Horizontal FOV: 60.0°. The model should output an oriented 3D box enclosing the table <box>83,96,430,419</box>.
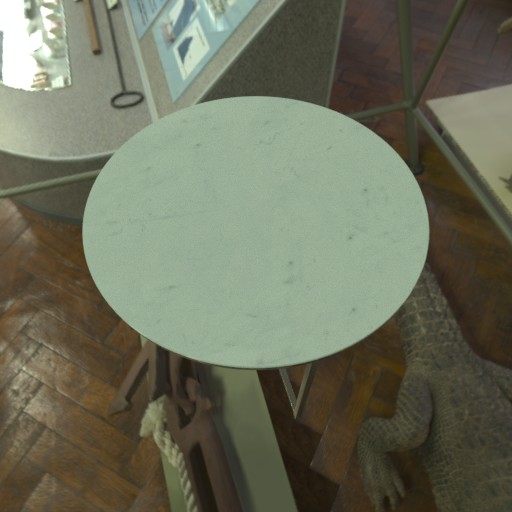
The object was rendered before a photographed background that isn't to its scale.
[{"bbox_3d":[0.000,0.000,1.231,0.800,0.450,0.800,0,56,0],"label":"table"}]
